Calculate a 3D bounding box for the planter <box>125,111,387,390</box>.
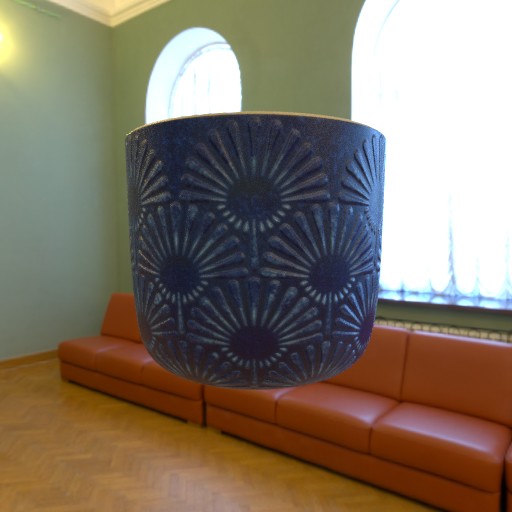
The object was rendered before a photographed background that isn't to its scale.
[{"bbox_3d":[0.000,0.000,0.221,0.124,0.109,0.124,0,3,0],"label":"planter"}]
